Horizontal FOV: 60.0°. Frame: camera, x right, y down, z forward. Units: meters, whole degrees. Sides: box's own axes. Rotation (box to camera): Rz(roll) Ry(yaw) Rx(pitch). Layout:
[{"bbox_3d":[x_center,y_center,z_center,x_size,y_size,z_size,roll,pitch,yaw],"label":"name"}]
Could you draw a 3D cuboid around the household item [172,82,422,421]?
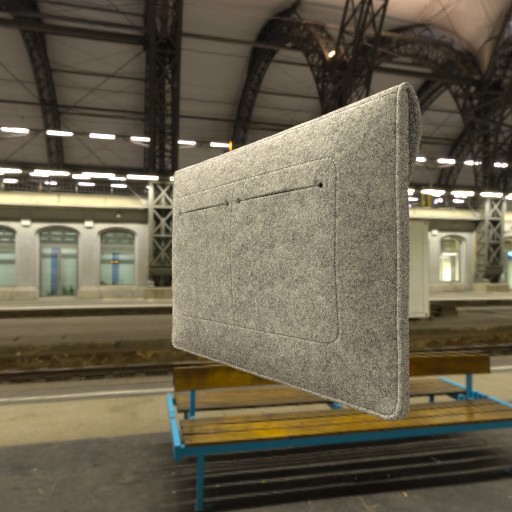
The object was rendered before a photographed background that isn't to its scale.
[{"bbox_3d":[0.000,0.000,0.421,0.057,0.221,0.335,1,-2,-36],"label":"household item"}]
